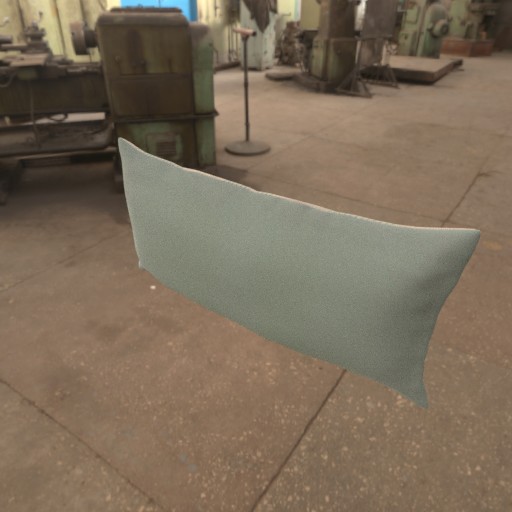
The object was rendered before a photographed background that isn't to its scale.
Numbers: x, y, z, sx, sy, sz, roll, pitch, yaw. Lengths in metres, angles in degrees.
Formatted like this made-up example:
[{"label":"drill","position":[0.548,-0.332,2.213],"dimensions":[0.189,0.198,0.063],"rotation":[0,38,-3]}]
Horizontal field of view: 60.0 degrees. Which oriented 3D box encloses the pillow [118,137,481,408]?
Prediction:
[{"label":"pillow","position":[0.000,0.000,0.709],"dimensions":[0.610,0.287,0.151],"rotation":[21,37,31]}]
